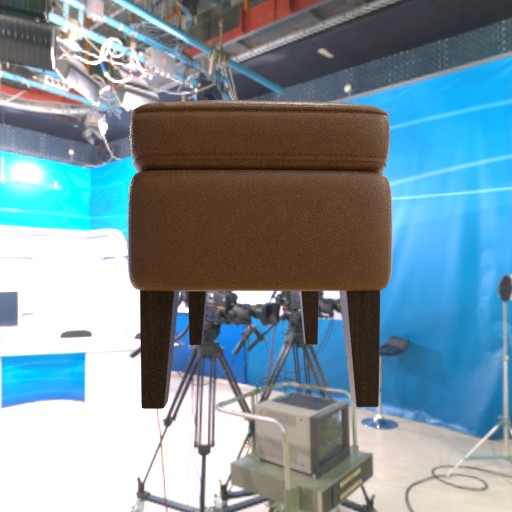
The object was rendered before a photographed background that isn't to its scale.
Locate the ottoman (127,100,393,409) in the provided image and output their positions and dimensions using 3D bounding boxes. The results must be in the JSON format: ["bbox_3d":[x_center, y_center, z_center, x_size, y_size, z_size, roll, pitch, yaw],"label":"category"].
[{"bbox_3d":[0.000,0.000,0.963,0.420,0.480,0.670,0,-2,-1],"label":"ottoman"}]
